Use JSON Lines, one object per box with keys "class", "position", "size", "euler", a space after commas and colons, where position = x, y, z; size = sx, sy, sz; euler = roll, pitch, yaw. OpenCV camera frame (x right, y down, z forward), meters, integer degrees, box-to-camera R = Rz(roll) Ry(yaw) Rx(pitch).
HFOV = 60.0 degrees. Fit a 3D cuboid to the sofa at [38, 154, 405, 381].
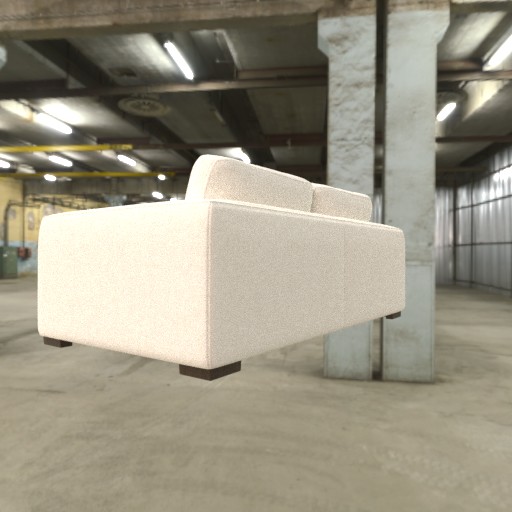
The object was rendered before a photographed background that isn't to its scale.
{"class": "sofa", "position": [0.000, 0.000, 2.438], "size": [1.069, 0.801, 1.920], "euler": [0, 0, 36]}
